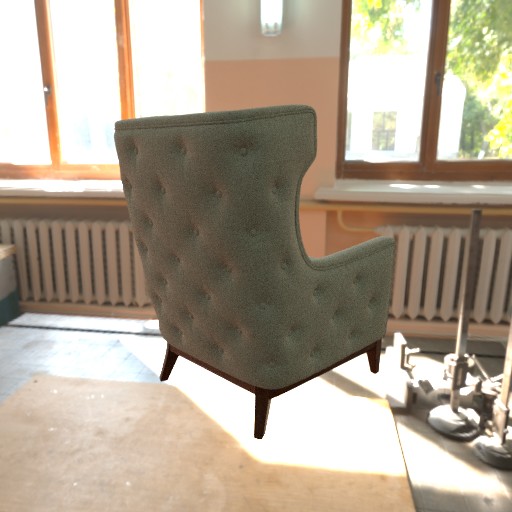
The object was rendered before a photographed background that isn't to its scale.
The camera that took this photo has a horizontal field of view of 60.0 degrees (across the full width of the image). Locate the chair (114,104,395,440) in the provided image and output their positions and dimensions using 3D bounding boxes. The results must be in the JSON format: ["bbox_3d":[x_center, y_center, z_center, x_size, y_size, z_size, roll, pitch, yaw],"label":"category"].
[{"bbox_3d":[0.000,0.000,1.754,0.778,1.079,0.899,13,18,42],"label":"chair"}]
